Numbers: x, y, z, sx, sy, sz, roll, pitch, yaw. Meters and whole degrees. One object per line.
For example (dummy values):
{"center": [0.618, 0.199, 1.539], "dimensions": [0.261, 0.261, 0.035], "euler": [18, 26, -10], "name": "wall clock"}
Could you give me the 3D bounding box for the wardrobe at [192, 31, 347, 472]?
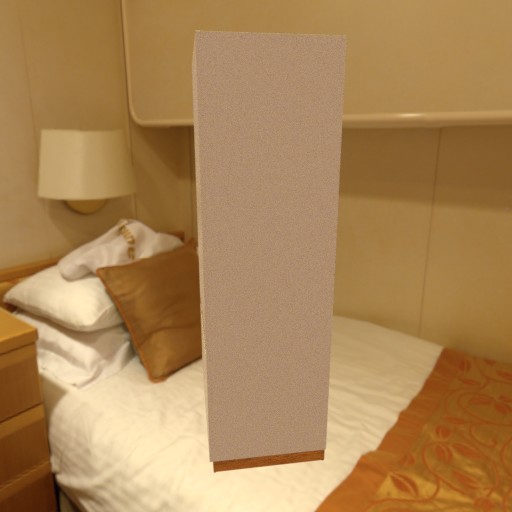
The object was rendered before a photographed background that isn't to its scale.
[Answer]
{"center": [0.000, 0.000, 2.413], "dimensions": [0.600, 2.040, 0.860], "euler": [-2, 16, -9], "name": "wardrobe"}
